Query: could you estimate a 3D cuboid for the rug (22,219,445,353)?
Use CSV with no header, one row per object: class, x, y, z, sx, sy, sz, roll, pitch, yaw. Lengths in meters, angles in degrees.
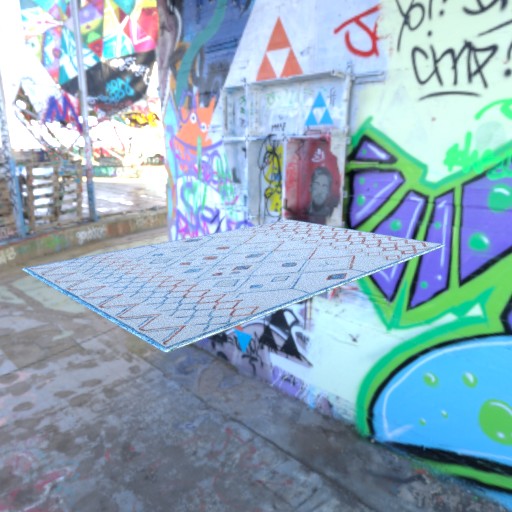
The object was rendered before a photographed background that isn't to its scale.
rug,0.000,0.000,2.965,2.438,0.015,1.524,-14,20,-43
